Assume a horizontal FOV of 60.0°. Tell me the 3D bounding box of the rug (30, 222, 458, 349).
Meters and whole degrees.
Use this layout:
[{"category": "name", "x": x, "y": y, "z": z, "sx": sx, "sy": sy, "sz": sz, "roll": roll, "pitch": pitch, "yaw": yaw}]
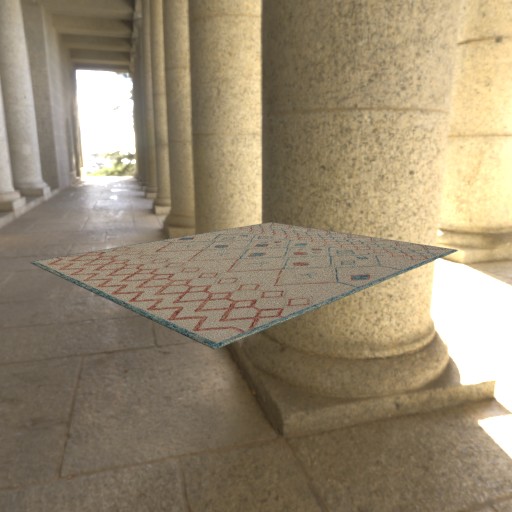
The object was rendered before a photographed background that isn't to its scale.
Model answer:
[{"category": "rug", "x": 0.000, "y": 0.000, "z": 4.019, "sx": 2.441, "sy": 0.016, "sz": 3.050, "roll": 13, "pitch": 18, "yaw": 43}]
